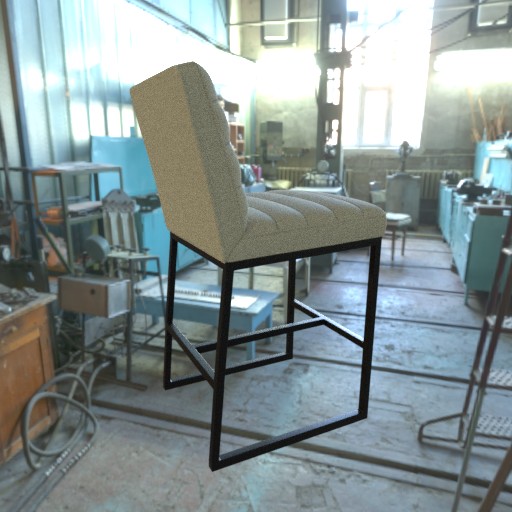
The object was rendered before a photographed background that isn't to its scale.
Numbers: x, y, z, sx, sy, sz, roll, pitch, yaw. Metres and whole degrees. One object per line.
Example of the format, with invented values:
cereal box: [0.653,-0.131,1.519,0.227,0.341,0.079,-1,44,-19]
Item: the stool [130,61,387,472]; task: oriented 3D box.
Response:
stool: [0.000,0.000,1.260,0.560,0.940,0.460,-7,16,-26]
